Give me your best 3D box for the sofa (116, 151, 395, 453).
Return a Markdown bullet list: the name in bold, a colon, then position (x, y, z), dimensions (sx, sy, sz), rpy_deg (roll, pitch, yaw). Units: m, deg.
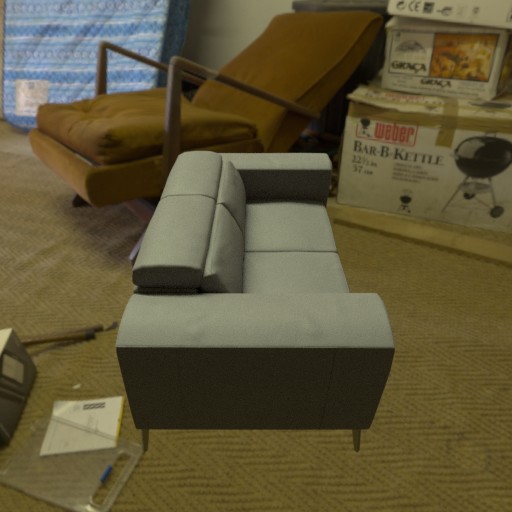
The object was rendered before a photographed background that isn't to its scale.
- **sofa**: position (0.000, 0.000, 2.435), dimensions (1.003, 0.779, 1.895), rpy_deg (0, 33, 0)
